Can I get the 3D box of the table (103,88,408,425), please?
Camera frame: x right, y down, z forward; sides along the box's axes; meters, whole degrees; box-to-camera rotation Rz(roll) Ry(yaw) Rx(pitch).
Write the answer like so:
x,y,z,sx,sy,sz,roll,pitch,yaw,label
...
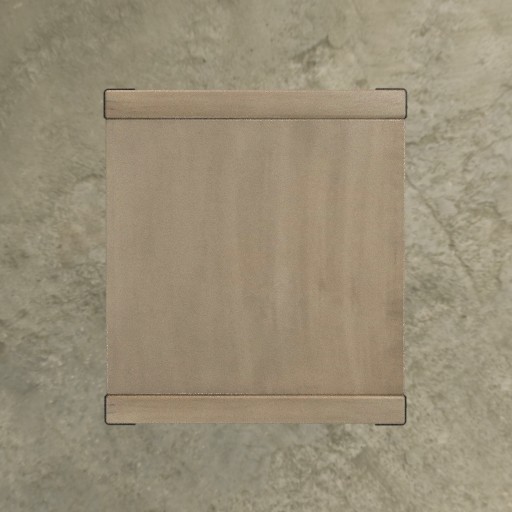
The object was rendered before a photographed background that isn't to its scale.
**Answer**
x,y,z,sx,sy,sz,roll,pitch,yaw,label
0.000,0.000,0.930,0.459,0.561,0.510,0,90,0,table
